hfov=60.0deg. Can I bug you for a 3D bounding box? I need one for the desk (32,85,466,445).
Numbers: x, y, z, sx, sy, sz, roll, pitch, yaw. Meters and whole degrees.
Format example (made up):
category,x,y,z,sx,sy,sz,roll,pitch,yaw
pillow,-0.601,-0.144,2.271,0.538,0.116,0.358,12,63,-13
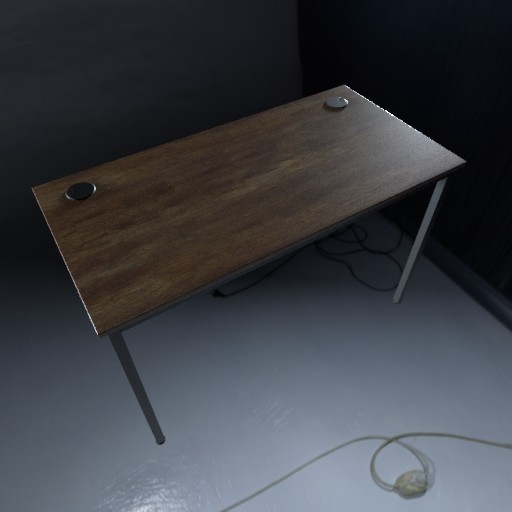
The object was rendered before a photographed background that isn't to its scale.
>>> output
category,x,y,z,sx,sy,sz,roll,pitch,yaw
desk,0.000,0.000,1.637,1.200,0.749,0.600,-25,52,-21
